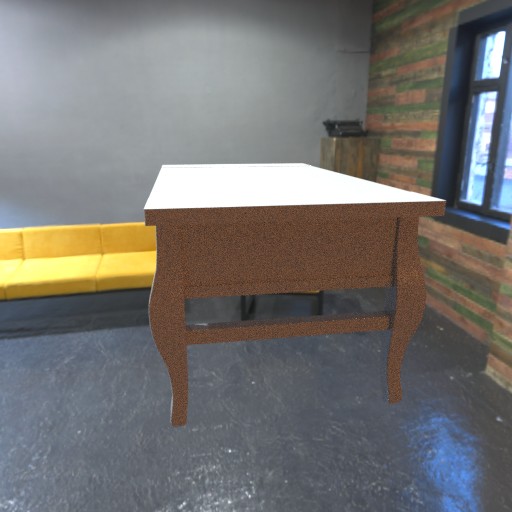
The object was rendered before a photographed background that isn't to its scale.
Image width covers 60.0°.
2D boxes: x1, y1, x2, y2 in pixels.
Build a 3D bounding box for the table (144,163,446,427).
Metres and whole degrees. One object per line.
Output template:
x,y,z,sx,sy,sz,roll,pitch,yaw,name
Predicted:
0.000,0.000,1.400,0.600,0.495,1.062,-3,16,-9,table
